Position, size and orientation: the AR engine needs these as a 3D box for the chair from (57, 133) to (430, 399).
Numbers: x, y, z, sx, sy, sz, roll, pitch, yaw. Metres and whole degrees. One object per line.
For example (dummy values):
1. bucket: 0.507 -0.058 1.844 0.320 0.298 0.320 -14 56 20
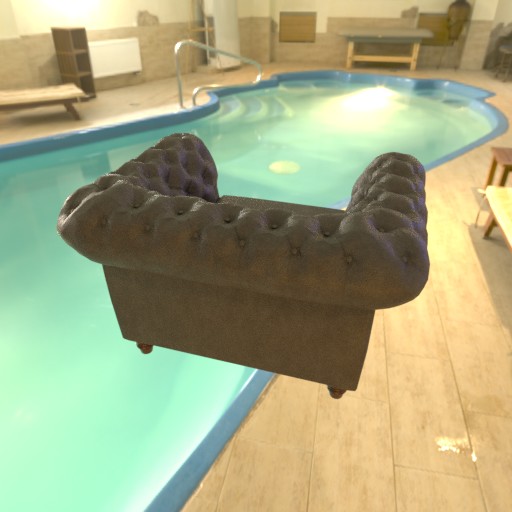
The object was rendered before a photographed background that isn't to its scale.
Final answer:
1. chair: 0.000 0.000 1.892 1.298 0.780 0.943 9 33 14
